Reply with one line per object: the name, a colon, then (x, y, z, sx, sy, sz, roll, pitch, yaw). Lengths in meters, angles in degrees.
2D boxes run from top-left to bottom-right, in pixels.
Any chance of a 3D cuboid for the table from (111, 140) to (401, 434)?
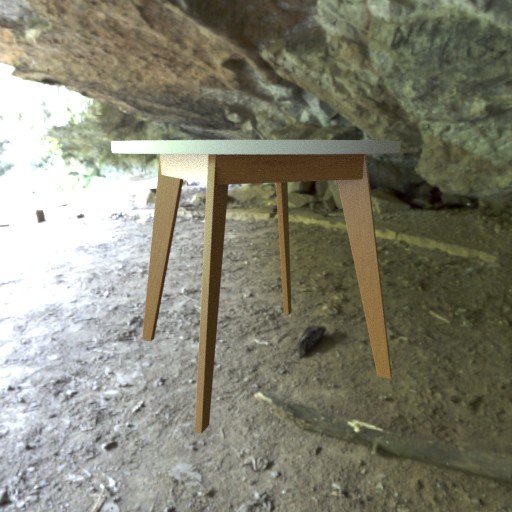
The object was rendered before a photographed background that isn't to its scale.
table: (0.000, 0.000, 1.529, 0.896, 0.762, 0.896, 0, 14, 0)
